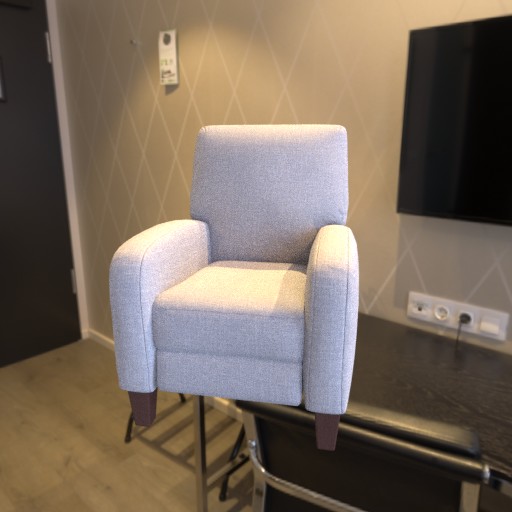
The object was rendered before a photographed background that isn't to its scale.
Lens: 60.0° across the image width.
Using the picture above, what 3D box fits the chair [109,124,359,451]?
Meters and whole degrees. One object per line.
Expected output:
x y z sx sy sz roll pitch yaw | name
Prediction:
0.000 0.000 1.706 0.762 0.990 0.990 3 15 11 | chair
